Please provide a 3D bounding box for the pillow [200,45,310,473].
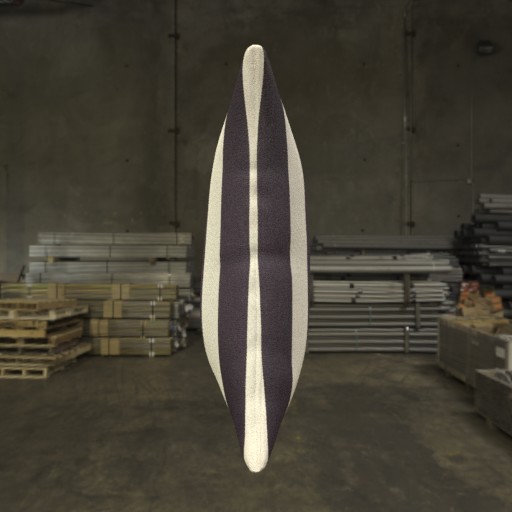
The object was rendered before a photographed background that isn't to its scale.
[{"bbox_3d":[0.000,0.000,0.798,0.189,0.526,0.536,0,0,1],"label":"pillow"}]
